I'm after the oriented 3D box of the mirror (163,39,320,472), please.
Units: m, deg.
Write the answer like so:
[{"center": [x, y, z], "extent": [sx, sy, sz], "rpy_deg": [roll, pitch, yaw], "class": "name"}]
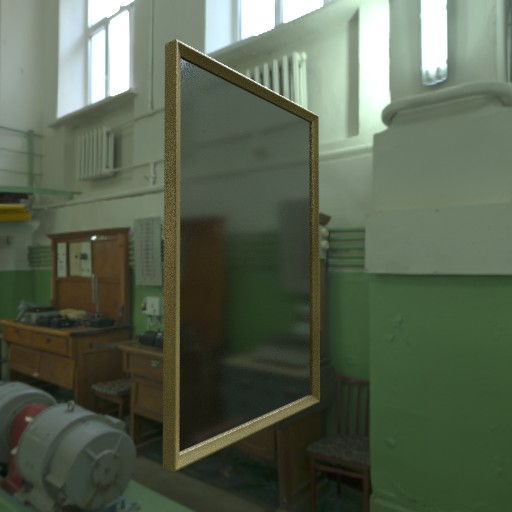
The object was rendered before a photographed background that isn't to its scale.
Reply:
[{"center": [0.000, 0.000, 1.188], "extent": [0.041, 0.915, 0.609], "rpy_deg": [-1, -2, 38], "class": "mirror"}]
